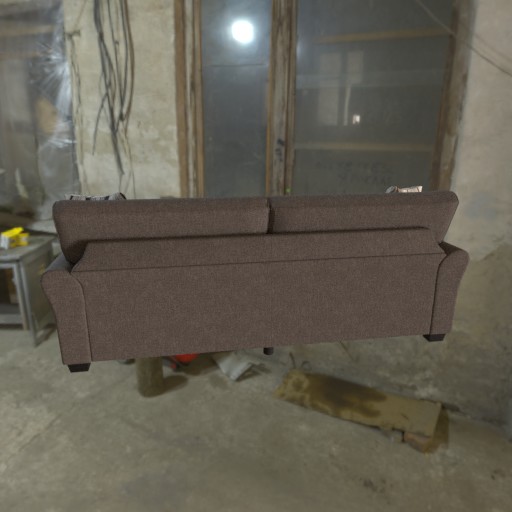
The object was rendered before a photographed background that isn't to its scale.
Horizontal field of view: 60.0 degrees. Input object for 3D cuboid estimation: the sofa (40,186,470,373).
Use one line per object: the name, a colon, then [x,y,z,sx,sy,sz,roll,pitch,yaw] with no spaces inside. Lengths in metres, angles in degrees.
sofa: [0.000,0.000,2.492,2.032,0.813,0.889,-3,16,-9]
